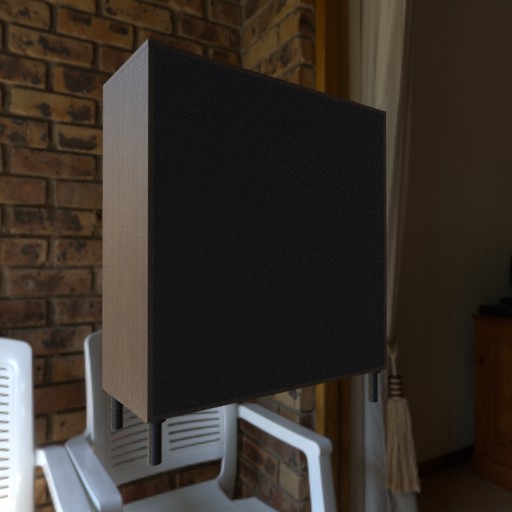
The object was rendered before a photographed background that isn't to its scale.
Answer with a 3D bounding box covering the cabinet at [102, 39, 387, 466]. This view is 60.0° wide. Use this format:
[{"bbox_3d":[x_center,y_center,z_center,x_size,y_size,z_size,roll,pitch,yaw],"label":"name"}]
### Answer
[{"bbox_3d":[0.000,0.000,1.653,1.010,1.170,0.400,0,-1,-36],"label":"cabinet"}]
